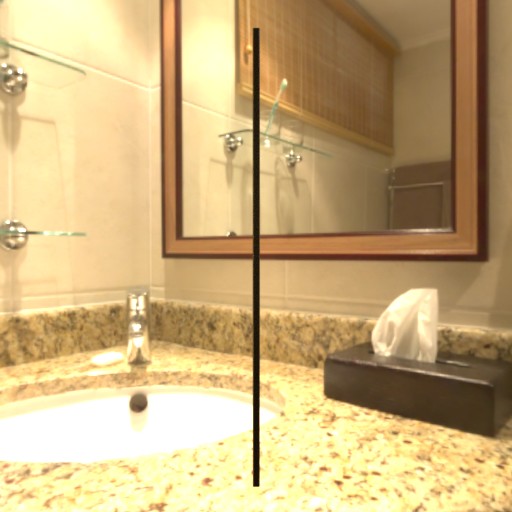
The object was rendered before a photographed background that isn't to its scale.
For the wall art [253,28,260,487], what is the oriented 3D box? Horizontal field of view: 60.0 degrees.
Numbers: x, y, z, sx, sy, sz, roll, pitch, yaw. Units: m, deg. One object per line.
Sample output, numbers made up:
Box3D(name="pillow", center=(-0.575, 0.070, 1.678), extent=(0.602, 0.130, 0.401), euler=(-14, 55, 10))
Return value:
Box3D(name="wall art", center=(0.000, 0.000, 0.779), extent=(0.009, 0.559, 0.483), euler=(0, 1, 0))
